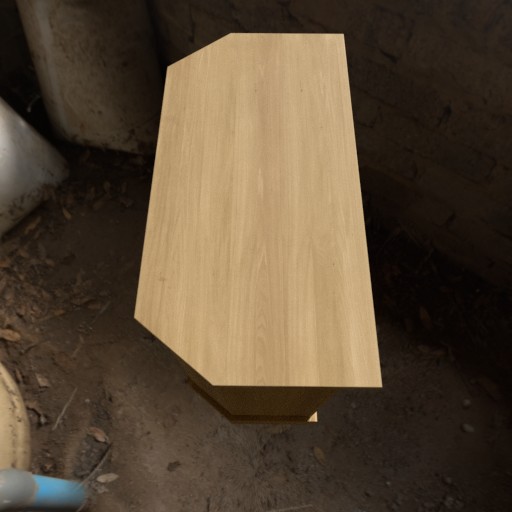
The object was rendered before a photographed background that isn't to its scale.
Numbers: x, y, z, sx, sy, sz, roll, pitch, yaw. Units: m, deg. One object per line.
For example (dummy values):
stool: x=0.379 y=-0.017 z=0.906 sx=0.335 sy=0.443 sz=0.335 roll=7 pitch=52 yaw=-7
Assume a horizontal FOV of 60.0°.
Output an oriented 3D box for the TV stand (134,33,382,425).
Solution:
TV stand: x=0.000 y=0.000 z=1.268 sx=0.425 sy=0.781 sz=0.851 roll=1 pitch=64 yaw=0
